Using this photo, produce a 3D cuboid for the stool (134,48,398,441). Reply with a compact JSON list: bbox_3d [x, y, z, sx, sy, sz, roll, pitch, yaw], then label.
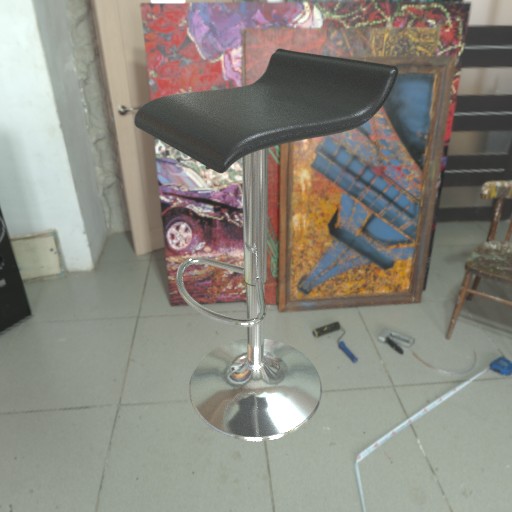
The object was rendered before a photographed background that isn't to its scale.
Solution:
[{"bbox_3d":[0.000,0.000,1.056,0.381,0.851,0.381,-19,36,-29],"label":"stool"}]
